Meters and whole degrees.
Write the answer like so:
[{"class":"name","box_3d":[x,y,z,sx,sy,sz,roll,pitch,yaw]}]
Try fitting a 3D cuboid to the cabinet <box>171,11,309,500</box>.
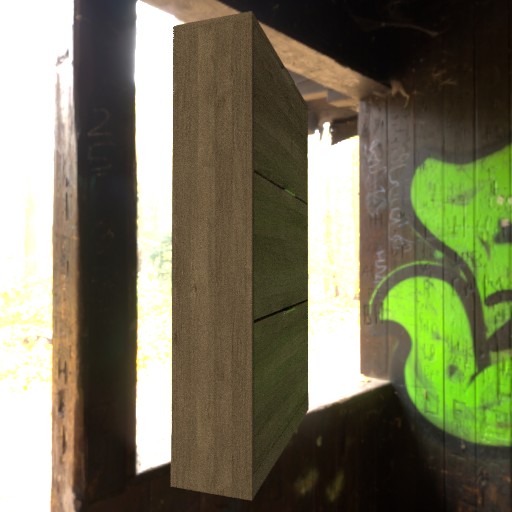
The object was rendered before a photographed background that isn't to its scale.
[{"class":"cabinet","box_3d":[0.000,0.000,1.549,0.250,1.280,0.750,0,-1,18]}]
